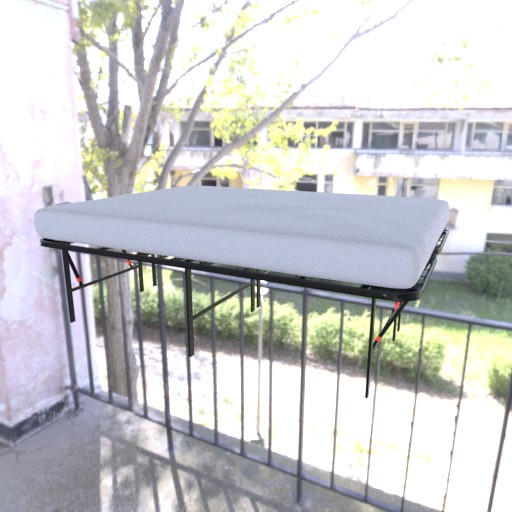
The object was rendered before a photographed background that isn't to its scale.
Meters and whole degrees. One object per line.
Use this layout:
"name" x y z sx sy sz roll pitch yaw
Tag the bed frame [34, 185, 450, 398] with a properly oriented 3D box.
"bed frame" 0.000 0.000 2.497 1.905 0.637 1.372 7 16 26
